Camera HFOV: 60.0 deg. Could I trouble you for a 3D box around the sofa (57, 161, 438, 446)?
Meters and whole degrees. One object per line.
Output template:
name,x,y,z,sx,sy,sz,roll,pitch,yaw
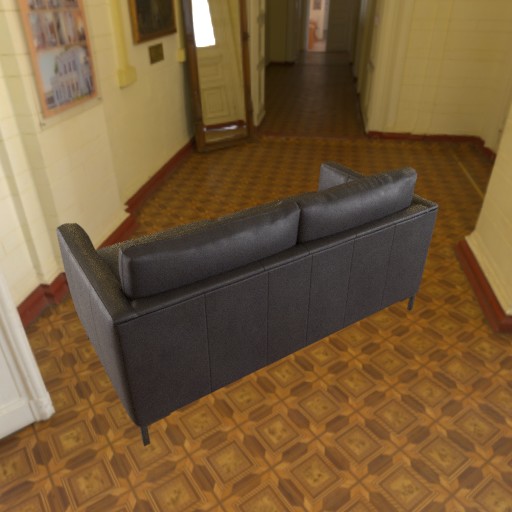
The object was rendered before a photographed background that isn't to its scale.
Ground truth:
sofa,0.000,0.000,2.353,1.805,0.883,0.947,-20,36,-30
